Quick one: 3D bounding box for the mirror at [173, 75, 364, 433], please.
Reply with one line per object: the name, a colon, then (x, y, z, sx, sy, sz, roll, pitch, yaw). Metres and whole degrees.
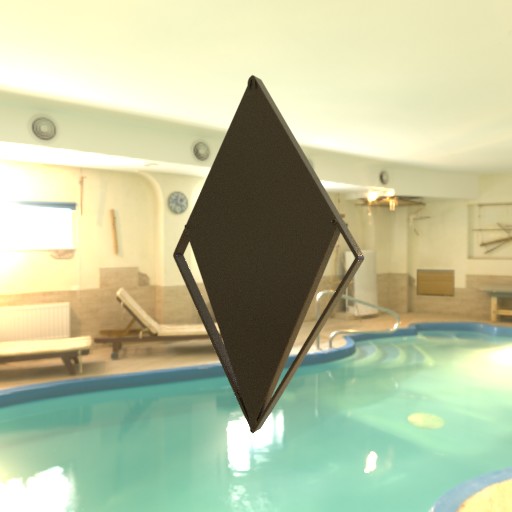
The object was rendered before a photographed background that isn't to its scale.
mirror: (0.000, 0.000, 0.848, 0.419, 0.679, 0.032, 1, 2, 34)
